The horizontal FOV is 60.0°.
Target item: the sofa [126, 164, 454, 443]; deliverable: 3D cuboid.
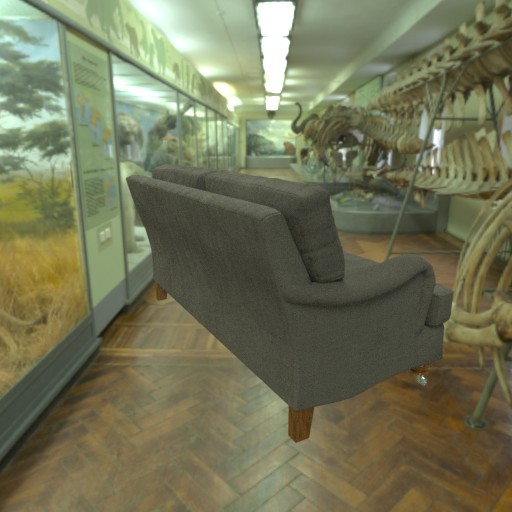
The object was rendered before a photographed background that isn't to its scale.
[{"bbox_3d":[0.000,0.000,2.783,1.086,1.087,2.165,-8,16,-28],"label":"sofa"}]
